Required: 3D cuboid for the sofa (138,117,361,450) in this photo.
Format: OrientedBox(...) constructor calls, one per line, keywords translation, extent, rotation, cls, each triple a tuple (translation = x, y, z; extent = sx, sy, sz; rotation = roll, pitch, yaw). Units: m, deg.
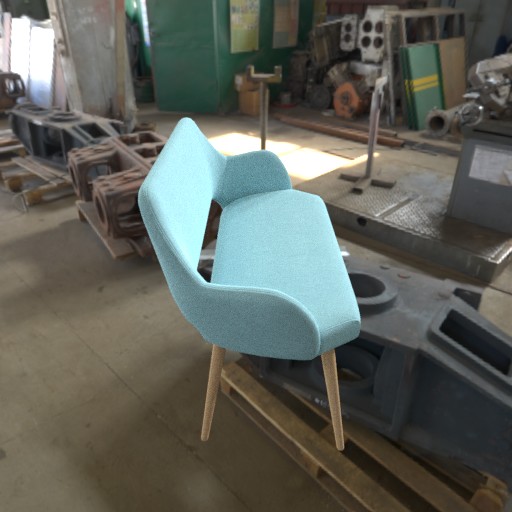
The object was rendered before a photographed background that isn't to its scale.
OrientedBox(translation=(0.000, 0.000, 1.650), extent=(0.610, 0.840, 1.150), rotation=(0, 31, 0), cls="sofa")
